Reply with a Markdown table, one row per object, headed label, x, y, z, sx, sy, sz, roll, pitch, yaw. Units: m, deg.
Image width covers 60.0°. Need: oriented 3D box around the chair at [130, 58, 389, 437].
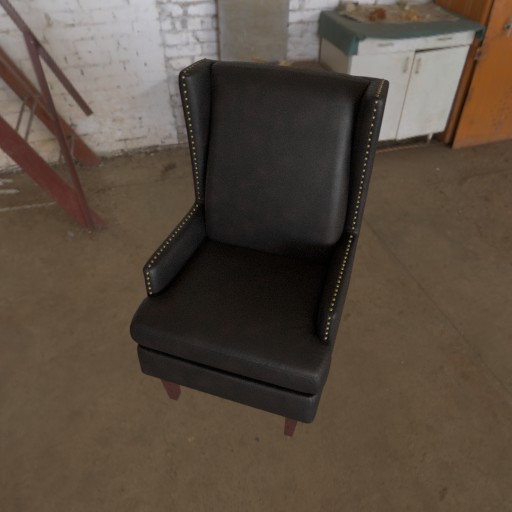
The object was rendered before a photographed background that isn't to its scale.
| label | x | y | z | sx | sy | sz | roll | pitch | yaw |
| --- | --- | --- | --- | --- | --- | --- | --- | --- | --- |
| chair | 0.000 | 0.000 | 1.642 | 0.703 | 1.142 | 0.799 | 12 | 44 | 13 |
